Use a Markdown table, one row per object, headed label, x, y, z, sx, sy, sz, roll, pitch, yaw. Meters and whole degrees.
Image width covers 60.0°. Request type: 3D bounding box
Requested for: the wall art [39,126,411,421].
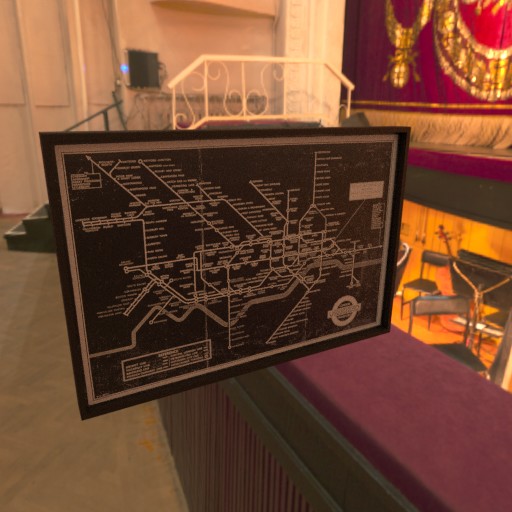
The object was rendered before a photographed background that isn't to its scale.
| label | x | y | z | sx | sy | sz | roll | pitch | yaw |
| --- | --- | --- | --- | --- | --- | --- | --- | --- | --- |
| wall art | 0.000 | 0.000 | 0.826 | 0.671 | 0.456 | 0.051 | -9 | 20 | -26 |
